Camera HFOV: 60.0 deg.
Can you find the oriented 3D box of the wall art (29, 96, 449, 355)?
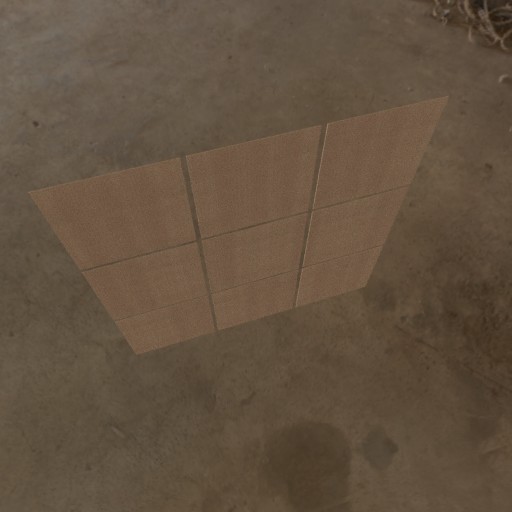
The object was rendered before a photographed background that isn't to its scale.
[{"bbox_3d":[0.000,0.000,2.167,1.517,1.505,0.002,-15,59,-9],"label":"wall art"}]
